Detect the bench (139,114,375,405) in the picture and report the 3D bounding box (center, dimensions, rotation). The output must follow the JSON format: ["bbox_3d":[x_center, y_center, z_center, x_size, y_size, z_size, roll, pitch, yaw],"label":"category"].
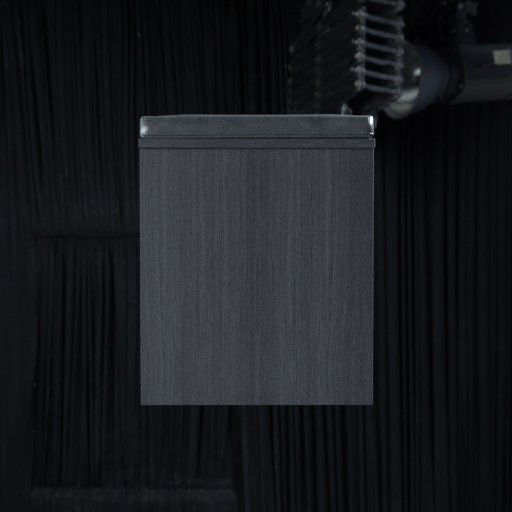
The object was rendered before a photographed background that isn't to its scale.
[{"bbox_3d":[0.000,0.000,1.205,0.401,0.501,0.905,0,1,0],"label":"bench"}]
